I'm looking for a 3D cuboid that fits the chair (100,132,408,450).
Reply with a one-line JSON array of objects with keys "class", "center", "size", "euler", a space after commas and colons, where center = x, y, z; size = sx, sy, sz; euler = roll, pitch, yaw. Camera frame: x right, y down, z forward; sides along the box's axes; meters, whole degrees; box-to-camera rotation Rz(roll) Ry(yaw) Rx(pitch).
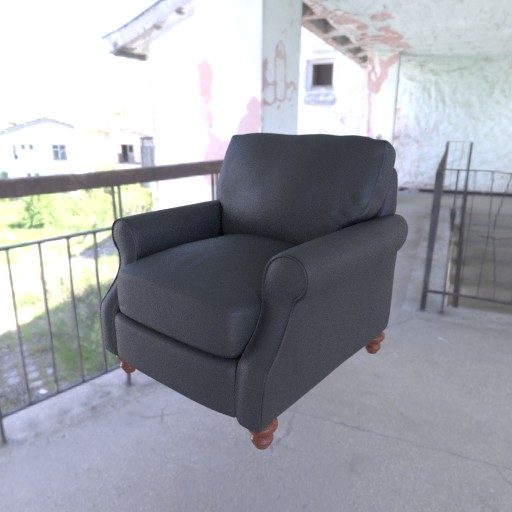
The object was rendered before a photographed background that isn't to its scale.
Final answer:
[{"class": "chair", "center": [0.000, 0.000, 1.808], "size": [1.015, 0.960, 1.027], "euler": [16, 22, 42]}]
